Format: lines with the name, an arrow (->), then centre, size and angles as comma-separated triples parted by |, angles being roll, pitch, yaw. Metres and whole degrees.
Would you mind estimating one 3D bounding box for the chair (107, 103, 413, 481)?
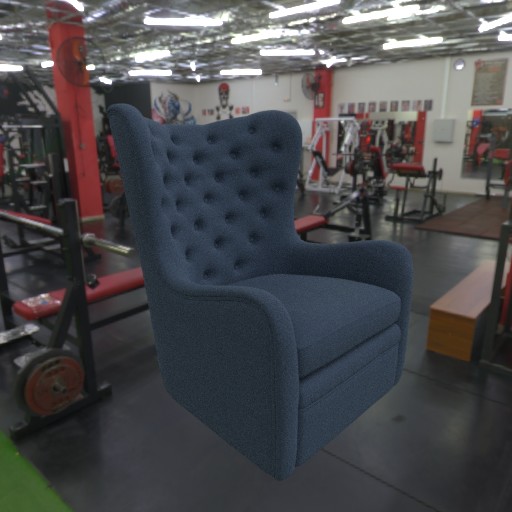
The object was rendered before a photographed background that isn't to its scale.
chair -> 0.000, 0.000, 1.673 | 0.930, 1.079, 0.831 | 15, 22, 41
